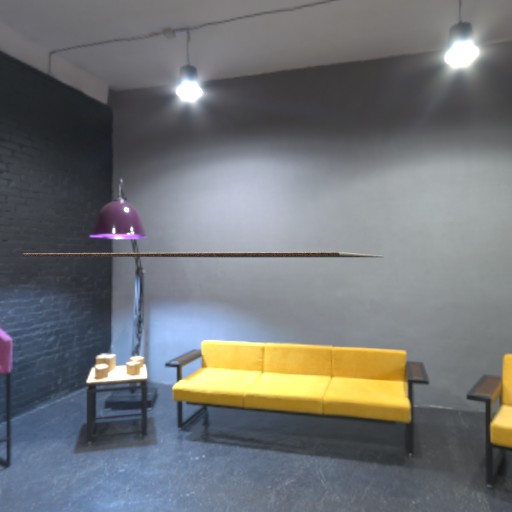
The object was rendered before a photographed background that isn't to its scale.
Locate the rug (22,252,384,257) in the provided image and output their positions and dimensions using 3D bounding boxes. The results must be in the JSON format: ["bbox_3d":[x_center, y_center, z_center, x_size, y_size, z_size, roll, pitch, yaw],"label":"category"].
[{"bbox_3d":[0.000,0.000,3.030,1.526,0.012,2.444,0,0,20],"label":"rug"}]
